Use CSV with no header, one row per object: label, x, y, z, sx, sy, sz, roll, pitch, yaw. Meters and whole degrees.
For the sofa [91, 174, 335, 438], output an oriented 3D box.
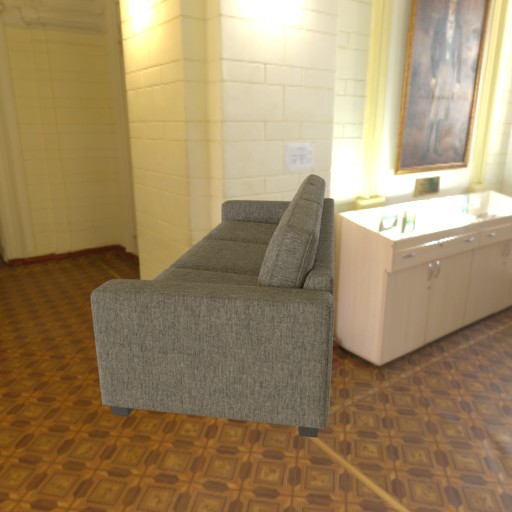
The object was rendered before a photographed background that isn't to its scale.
sofa,0.000,0.000,2.612,0.900,0.800,2.160,3,16,9
